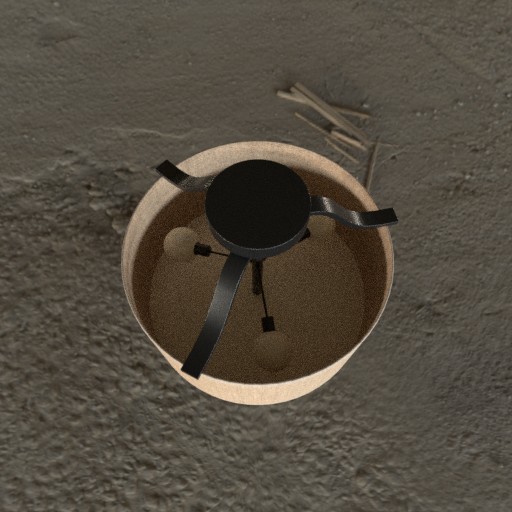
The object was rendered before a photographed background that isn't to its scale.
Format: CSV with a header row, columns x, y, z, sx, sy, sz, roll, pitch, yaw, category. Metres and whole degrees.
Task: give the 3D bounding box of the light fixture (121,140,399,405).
x,y,z,sx,sy,sz,roll,pitch,yaw,category
0.000,0.000,0.659,0.390,0.306,0.390,0,64,0,light fixture
